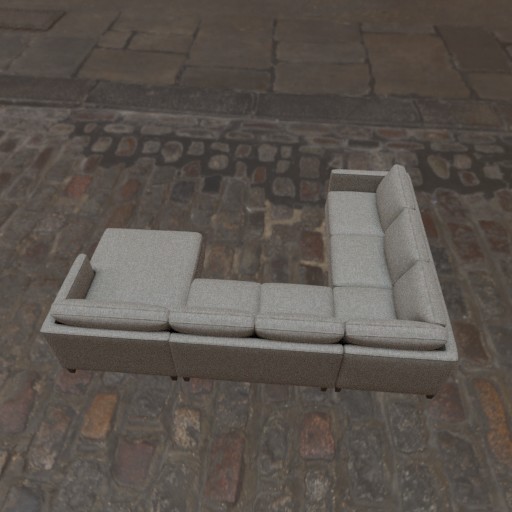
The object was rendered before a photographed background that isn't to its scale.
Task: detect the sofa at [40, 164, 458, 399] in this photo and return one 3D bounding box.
[{"bbox_3d":[0.000,0.000,4.572,3.403,0.889,2.551,3,46,3],"label":"sofa"}]
